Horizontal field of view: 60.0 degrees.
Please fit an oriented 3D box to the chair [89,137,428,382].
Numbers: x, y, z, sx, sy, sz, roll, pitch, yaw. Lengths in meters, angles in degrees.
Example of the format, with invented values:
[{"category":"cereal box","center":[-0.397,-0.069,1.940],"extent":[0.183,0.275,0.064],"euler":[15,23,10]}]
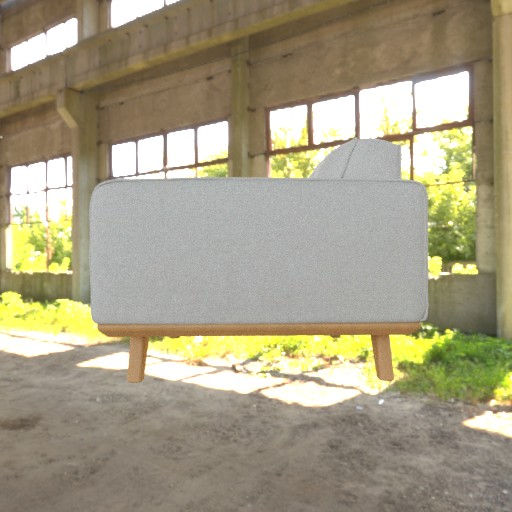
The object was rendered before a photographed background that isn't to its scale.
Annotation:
[{"category":"chair","center":[0.000,0.000,1.755],"extent":[0.953,0.779,1.115],"euler":[0,-1,-1]}]
